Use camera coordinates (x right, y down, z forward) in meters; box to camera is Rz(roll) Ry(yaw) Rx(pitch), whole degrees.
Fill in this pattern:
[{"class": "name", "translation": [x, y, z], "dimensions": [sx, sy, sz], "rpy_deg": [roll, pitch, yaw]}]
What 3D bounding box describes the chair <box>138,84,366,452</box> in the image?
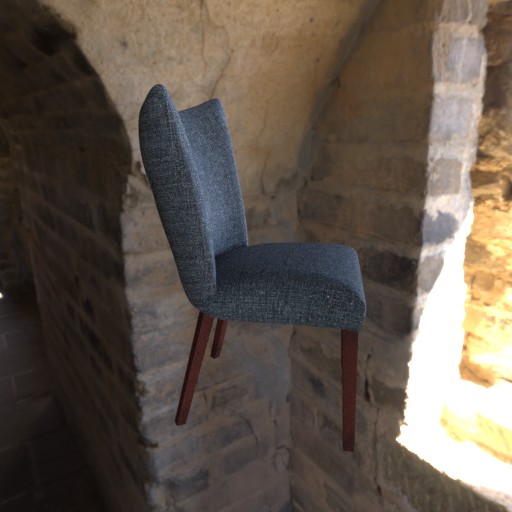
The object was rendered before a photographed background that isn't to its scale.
[{"class": "chair", "translation": [0.000, 0.000, 1.323], "dimensions": [0.623, 0.924, 0.535], "rpy_deg": [3, 17, 9]}]
